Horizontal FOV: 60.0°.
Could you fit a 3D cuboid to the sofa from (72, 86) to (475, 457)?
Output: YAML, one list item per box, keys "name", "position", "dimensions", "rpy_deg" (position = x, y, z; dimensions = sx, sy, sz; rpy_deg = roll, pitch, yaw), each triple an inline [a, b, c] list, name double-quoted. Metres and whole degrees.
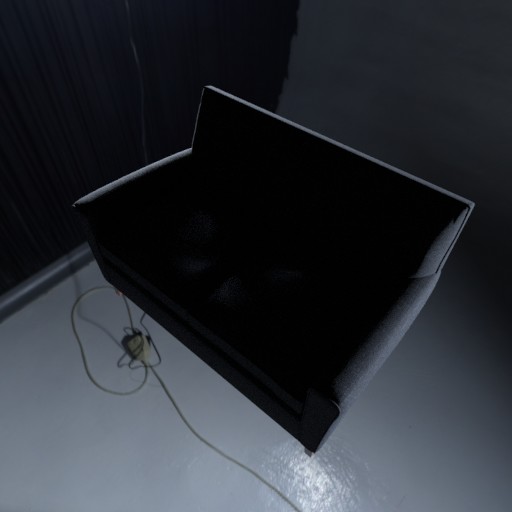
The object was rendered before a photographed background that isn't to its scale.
- name: "sofa"
  position: [0.000, 0.000, 1.976]
  dimensions: [1.420, 0.846, 0.875]
  rpy_deg: [33, 56, 26]
